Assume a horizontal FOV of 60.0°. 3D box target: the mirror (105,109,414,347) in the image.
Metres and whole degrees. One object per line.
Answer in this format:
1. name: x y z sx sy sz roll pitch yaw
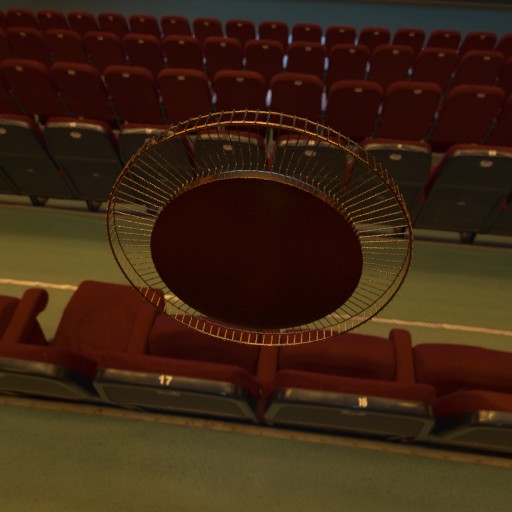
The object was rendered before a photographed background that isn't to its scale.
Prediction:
1. mirror: 0.000 0.000 1.045 0.703 0.703 0.067 5 45 5
